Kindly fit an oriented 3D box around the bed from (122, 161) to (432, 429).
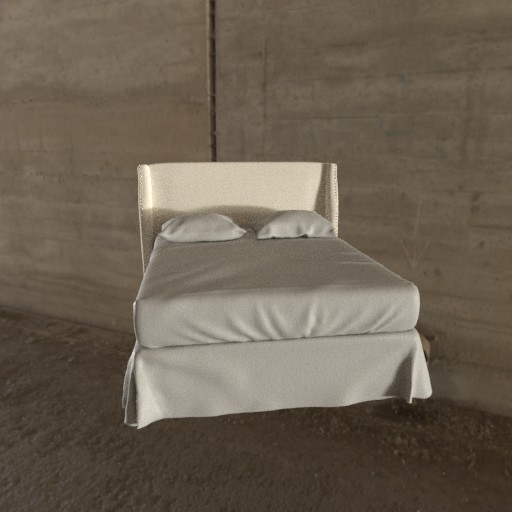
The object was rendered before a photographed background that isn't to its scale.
[{"bbox_3d":[0.000,0.000,3.414,1.925,1.332,2.276,-2,15,-8],"label":"bed"}]
